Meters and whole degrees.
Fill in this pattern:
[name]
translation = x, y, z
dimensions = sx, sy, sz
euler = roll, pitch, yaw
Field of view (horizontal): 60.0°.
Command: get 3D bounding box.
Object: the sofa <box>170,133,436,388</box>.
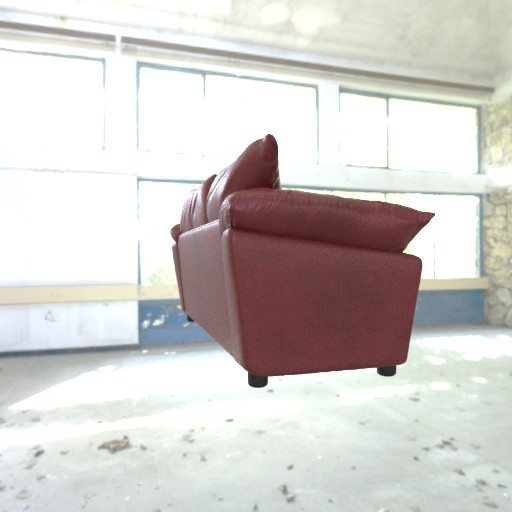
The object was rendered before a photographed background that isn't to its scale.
[sofa]
translation = 0.000, 0.000, 2.865
dimensions = 0.907, 1.091, 2.390
euler = 0, 0, -16
